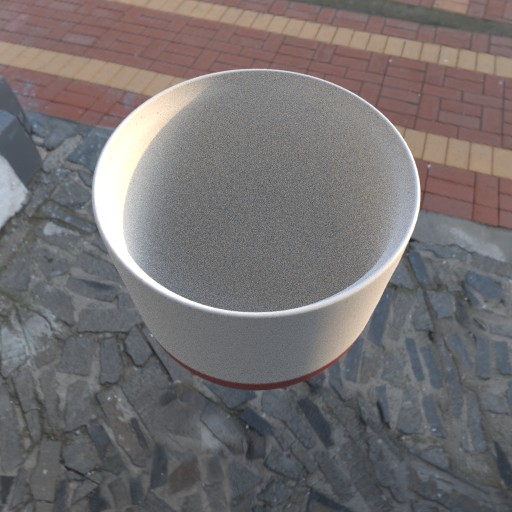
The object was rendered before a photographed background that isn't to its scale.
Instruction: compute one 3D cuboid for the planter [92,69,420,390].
[{"bbox_3d":[0.000,0.000,0.478,0.268,0.270,0.268,0,58,0],"label":"planter"}]
